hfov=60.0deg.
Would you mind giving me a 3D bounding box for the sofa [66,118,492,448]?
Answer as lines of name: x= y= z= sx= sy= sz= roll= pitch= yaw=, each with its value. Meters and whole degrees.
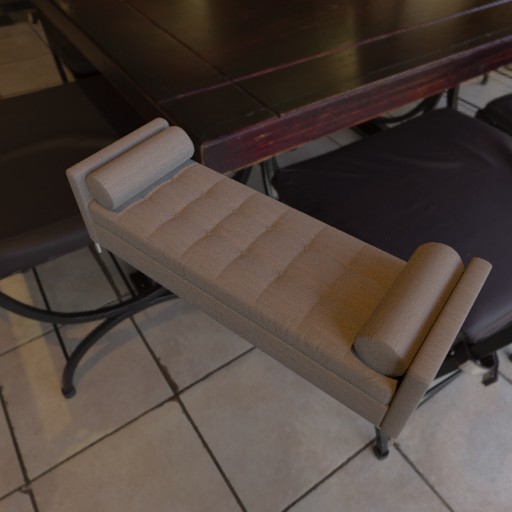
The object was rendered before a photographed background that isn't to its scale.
sofa: x=0.000 y=0.000 z=2.290 sx=1.981 sy=0.635 sz=0.686 roll=29 pitch=53 yaw=24
